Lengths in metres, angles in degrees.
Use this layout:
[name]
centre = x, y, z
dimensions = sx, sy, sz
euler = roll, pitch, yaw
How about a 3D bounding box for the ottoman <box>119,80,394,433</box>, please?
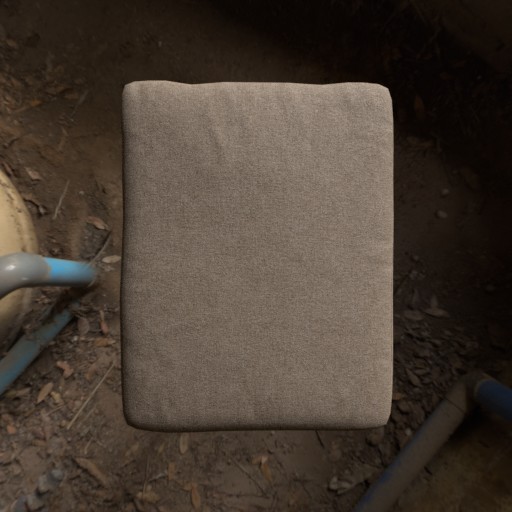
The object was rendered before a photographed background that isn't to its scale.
[ottoman]
centre = 0.000, 0.000, 1.305
dimensions = 0.692, 0.511, 0.889
euler = 0, 91, -1
